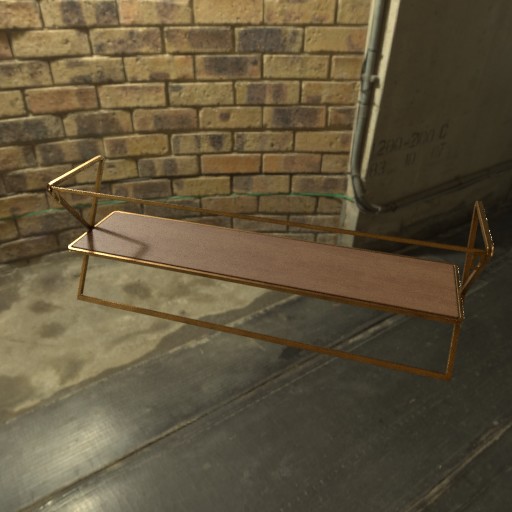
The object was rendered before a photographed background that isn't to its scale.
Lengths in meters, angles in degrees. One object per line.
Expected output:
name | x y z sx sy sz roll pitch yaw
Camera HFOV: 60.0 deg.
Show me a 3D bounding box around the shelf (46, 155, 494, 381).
shelf | 0.000 0.000 0.732 0.645 0.229 0.150 10 34 15
